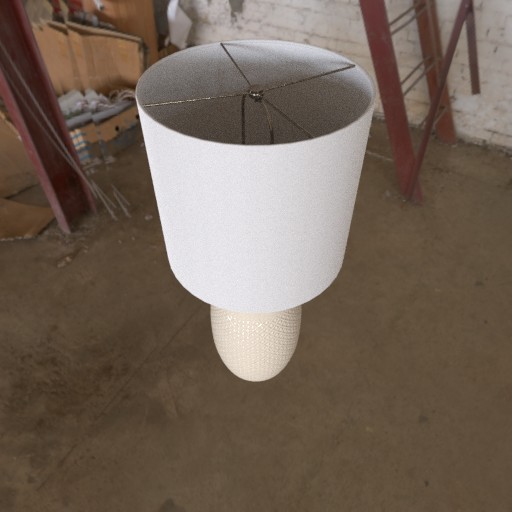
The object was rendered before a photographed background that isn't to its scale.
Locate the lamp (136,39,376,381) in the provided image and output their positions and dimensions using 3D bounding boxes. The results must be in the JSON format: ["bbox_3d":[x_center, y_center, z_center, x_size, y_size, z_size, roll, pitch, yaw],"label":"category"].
[{"bbox_3d":[0.000,0.000,0.566,0.217,0.453,0.217,-17,48,-16],"label":"lamp"}]
